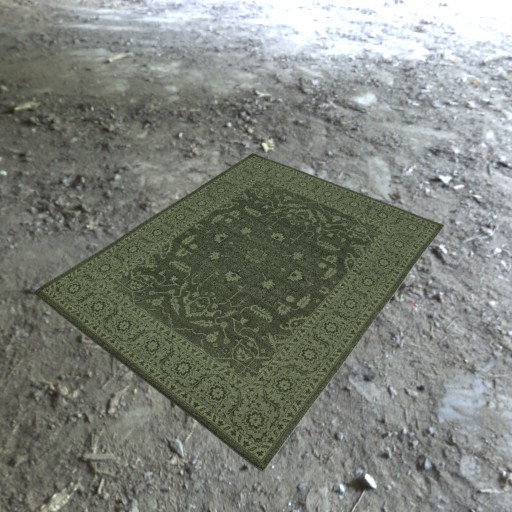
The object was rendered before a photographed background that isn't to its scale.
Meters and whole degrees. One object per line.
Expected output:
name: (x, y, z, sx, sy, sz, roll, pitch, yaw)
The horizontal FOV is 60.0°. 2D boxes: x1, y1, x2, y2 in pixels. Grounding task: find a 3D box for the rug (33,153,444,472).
rug: (0.000, 0.000, 4.115, 2.451, 0.026, 3.069, 27, 48, 27)
